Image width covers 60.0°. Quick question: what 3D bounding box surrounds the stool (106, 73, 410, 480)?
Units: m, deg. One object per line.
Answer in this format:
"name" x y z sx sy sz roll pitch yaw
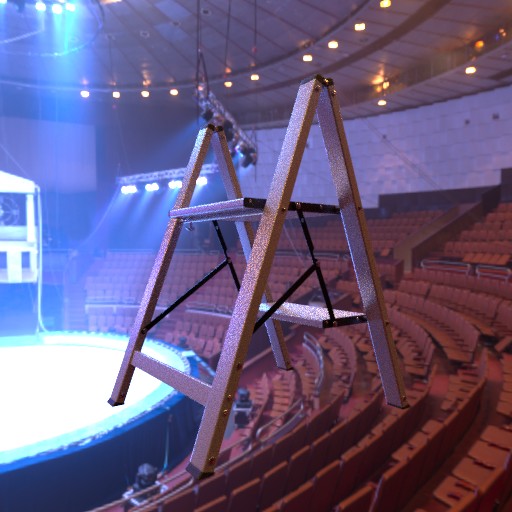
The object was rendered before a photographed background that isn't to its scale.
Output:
"stool" 0.000 0.000 0.996 0.535 0.670 0.440 0 1 -36
